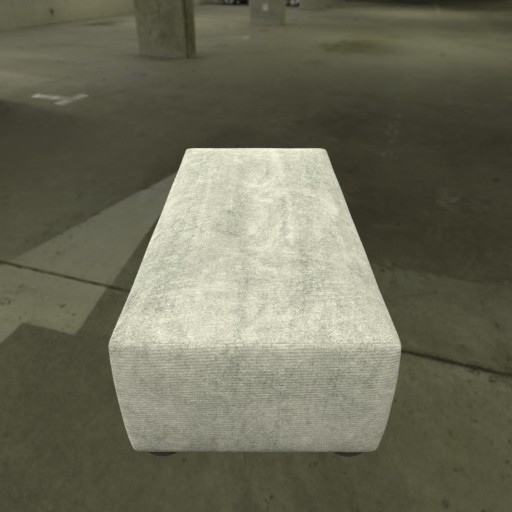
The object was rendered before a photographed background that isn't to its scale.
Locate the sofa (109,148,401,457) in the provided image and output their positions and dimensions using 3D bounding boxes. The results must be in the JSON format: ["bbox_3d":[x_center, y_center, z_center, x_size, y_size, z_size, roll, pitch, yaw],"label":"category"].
[{"bbox_3d":[0.000,0.000,1.134,0.480,0.330,0.930,0,32,0],"label":"sofa"}]
